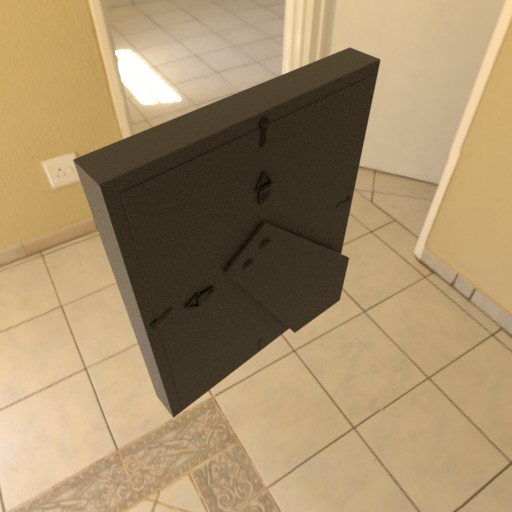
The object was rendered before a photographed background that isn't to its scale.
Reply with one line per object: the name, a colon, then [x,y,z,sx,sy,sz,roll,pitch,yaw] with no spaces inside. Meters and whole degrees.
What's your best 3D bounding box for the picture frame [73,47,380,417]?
picture frame: [0.000,0.000,0.389,0.232,0.284,0.042,-33,55,-27]
